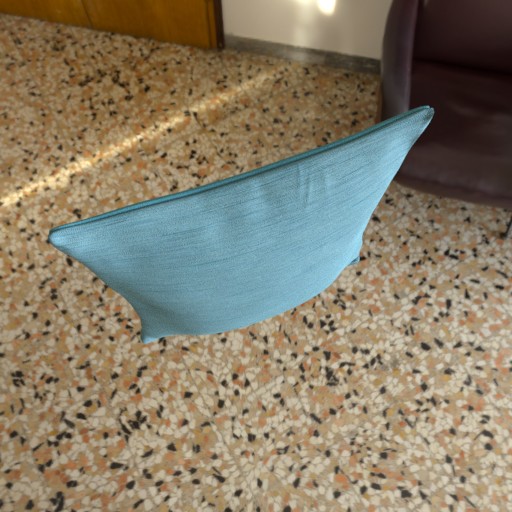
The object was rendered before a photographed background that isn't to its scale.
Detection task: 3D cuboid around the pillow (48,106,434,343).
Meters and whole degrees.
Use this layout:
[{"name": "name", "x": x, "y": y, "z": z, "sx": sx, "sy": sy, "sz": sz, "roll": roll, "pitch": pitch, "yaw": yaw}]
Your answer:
[{"name": "pillow", "x": 0.000, "y": 0.000, "z": 0.639, "sx": 0.433, "sy": 0.415, "sz": 0.151, "roll": -20, "pitch": 66, "yaw": -9}]
